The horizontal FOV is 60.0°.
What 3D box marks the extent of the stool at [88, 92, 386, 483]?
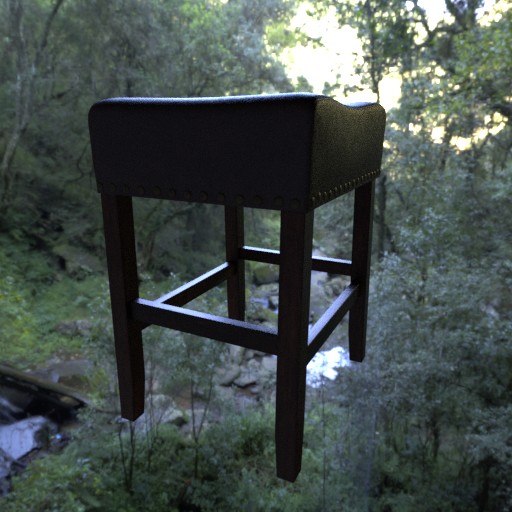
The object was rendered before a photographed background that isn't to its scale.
[{"bbox_3d":[0.000,0.000,0.916,0.397,0.608,0.465,8,19,26],"label":"stool"}]
